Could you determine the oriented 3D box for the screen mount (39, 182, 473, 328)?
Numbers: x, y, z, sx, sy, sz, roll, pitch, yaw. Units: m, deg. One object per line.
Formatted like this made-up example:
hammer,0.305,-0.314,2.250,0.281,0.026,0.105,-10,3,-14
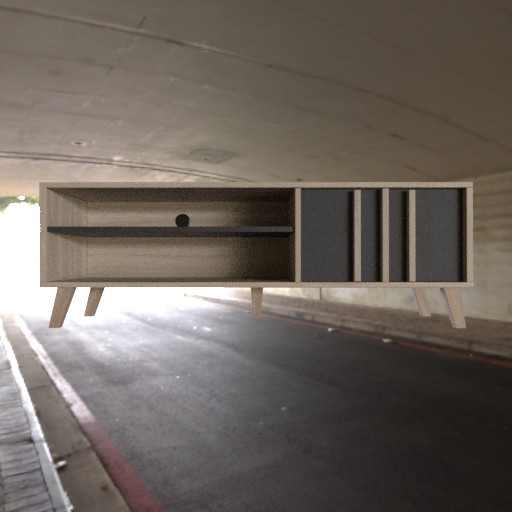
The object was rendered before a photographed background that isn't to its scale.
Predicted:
screen mount,0.000,0.000,1.731,1.500,0.509,0.401,0,0,0
